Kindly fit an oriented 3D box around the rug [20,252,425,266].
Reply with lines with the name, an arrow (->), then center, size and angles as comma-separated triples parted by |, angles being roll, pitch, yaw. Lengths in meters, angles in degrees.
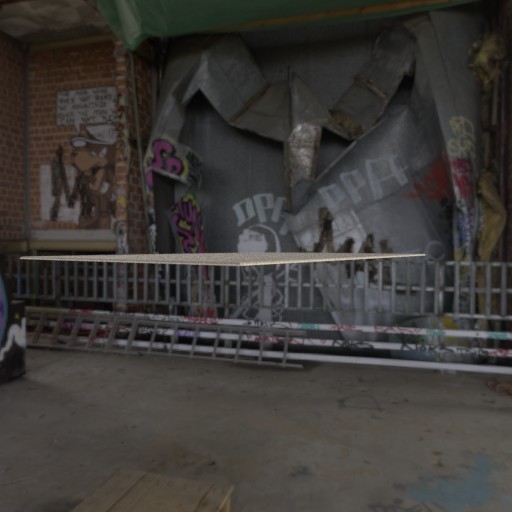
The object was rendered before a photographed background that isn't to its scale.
rug -> 0.000, 0.000, 2.307 | 1.219, 0.010, 1.829 | 1, 1, 36
